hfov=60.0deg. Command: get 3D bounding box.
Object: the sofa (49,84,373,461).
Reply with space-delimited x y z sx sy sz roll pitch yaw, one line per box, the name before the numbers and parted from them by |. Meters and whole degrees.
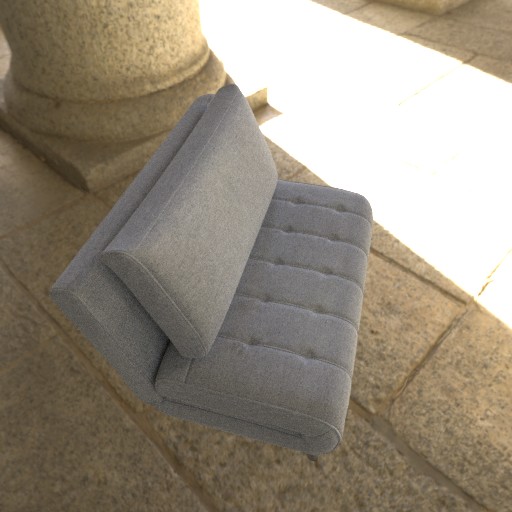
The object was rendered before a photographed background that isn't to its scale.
sofa | 0.000 0.000 1.811 0.910 0.910 1.220 11 47 10
